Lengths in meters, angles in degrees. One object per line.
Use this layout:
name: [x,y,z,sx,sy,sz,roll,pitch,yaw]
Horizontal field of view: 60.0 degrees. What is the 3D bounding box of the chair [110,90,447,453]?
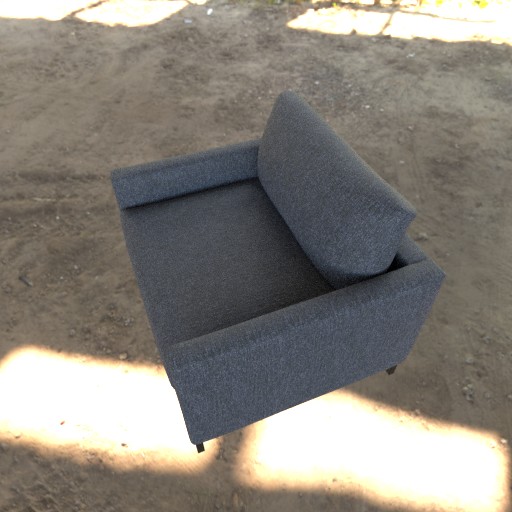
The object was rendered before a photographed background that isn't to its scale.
chair: [0.000,0.000,1.640,0.866,0.861,0.963,-17,48,-16]
